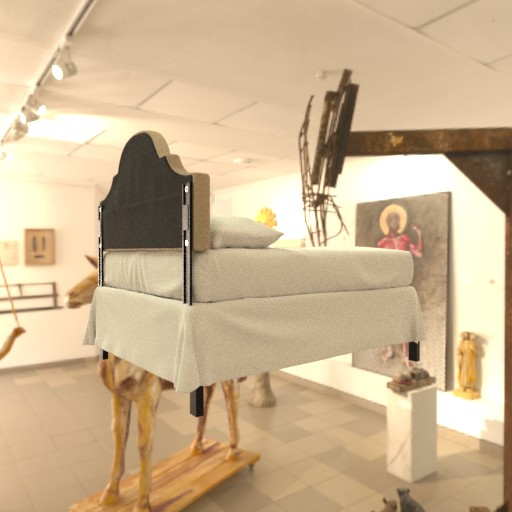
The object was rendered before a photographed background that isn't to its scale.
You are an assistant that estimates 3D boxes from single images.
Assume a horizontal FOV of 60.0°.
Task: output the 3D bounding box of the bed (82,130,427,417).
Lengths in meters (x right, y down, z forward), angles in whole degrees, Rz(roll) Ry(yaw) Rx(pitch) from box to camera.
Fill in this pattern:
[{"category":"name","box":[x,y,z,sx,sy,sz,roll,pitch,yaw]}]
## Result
[{"category":"bed","box":[0.000,0.000,3.487,2.222,1.634,1.780,0,1,-37]}]
